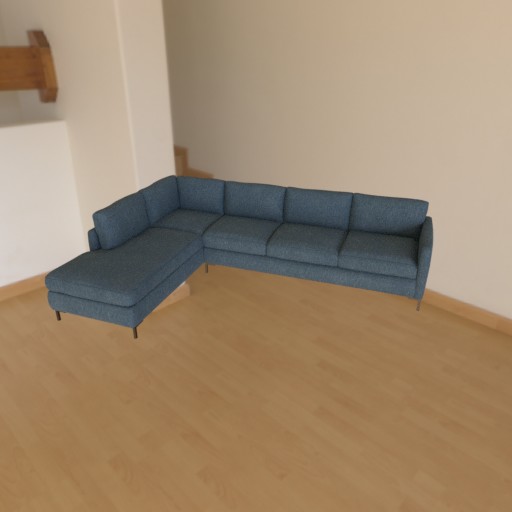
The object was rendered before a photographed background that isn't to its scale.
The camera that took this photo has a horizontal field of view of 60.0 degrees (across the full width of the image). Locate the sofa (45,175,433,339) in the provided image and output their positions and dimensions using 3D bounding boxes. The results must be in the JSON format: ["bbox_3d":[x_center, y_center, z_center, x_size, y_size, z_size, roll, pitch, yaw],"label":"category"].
[{"bbox_3d":[0.000,0.000,3.948,2.949,0.815,2.007,9,27,18],"label":"sofa"}]
